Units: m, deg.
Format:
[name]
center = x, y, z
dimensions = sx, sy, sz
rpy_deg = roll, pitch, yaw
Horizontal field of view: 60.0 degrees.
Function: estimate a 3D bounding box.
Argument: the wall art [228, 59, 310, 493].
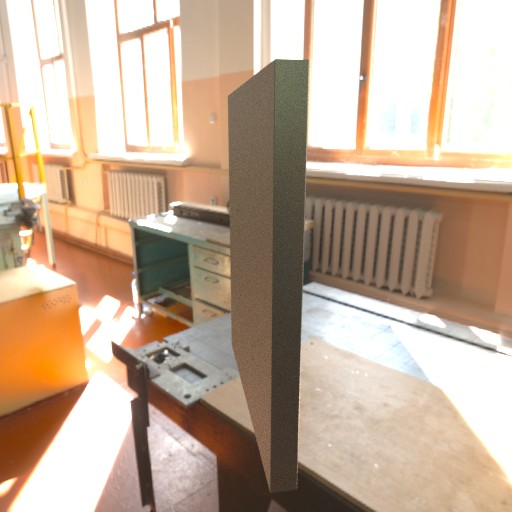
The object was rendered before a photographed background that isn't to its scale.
[wall art]
center = 0.000, 0.000, 0.752
dimensions = 0.038, 0.549, 0.452
rpy_deg = -3, 15, -9
